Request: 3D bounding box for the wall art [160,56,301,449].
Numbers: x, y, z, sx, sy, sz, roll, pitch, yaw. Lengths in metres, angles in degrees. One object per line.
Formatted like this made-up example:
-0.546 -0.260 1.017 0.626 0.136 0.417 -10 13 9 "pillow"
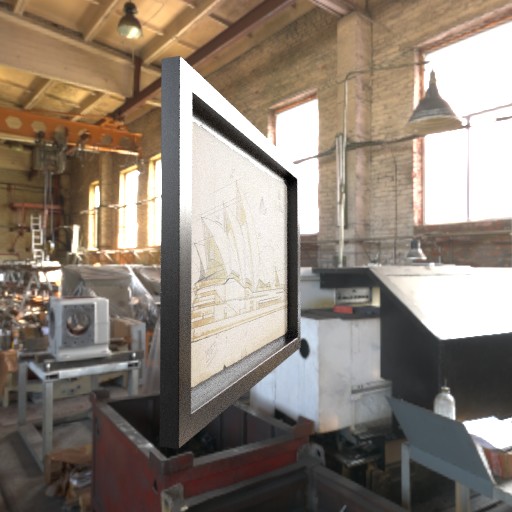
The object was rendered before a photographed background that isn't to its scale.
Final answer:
0.000 0.000 0.832 0.027 0.458 0.657 0 -1 18 "wall art"
